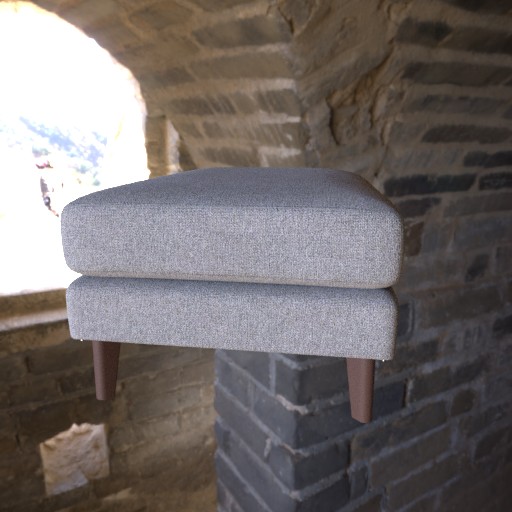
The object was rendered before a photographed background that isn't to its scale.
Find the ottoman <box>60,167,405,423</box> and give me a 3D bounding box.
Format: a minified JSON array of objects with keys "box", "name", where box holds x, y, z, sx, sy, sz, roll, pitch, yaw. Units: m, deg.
[{"box":[0.000,0.000,1.171,0.611,0.441,0.821,2,14,8],"name":"ottoman"}]
